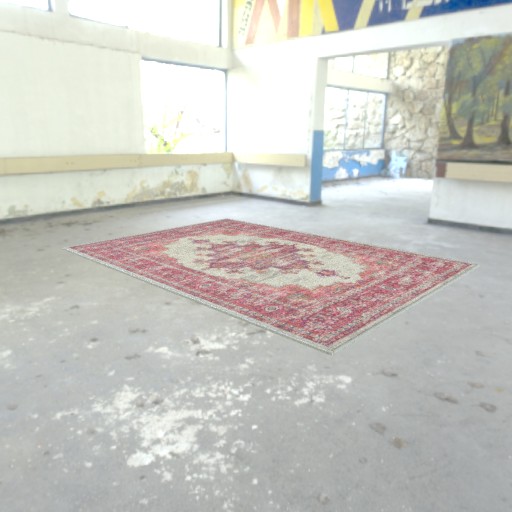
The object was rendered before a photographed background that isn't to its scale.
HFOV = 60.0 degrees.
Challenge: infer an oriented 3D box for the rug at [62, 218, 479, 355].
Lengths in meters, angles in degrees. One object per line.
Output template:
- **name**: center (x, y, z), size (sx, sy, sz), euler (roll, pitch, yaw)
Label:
- **rug**: center (0.000, 0.000, 2.238), size (1.747, 0.011, 1.217), euler (14, 21, 42)
